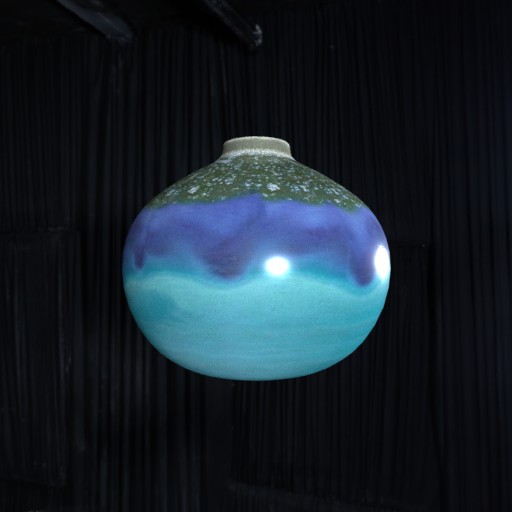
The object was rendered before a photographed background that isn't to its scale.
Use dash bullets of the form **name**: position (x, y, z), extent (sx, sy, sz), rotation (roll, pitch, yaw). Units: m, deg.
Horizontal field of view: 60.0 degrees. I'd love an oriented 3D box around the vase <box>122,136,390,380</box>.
- **vase**: position (0.000, 0.000, 0.265), extent (0.154, 0.133, 0.154), rotation (0, 0, 0)
